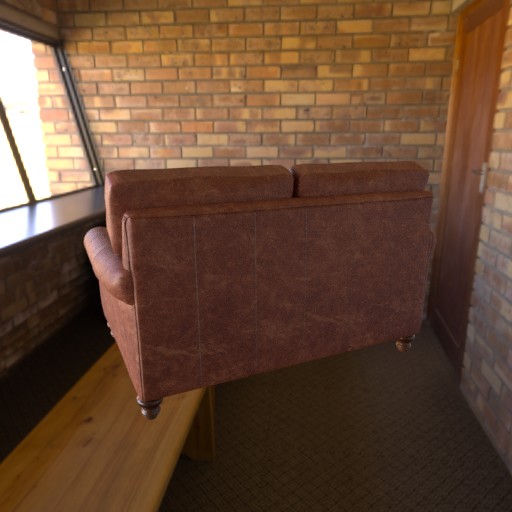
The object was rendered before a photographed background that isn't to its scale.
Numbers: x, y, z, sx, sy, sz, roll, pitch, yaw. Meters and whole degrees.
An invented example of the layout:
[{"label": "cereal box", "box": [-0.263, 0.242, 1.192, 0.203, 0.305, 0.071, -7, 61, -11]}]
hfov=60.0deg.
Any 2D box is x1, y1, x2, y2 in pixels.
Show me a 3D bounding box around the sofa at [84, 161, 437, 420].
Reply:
[{"label": "sofa", "box": [0.000, 0.000, 2.293, 1.616, 0.967, 0.990, -7, 17, -25]}]
